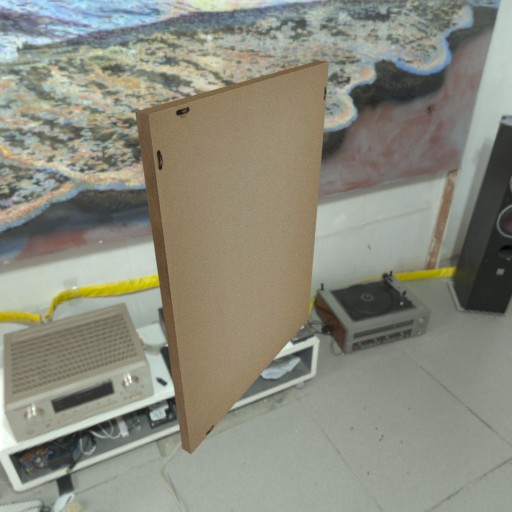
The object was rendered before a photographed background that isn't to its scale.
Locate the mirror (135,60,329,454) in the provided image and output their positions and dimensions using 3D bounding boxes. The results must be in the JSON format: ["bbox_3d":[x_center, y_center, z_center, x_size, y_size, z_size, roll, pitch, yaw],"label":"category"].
[{"bbox_3d":[0.000,0.000,1.359,0.040,1.016,0.762,19,37,28],"label":"mirror"}]
